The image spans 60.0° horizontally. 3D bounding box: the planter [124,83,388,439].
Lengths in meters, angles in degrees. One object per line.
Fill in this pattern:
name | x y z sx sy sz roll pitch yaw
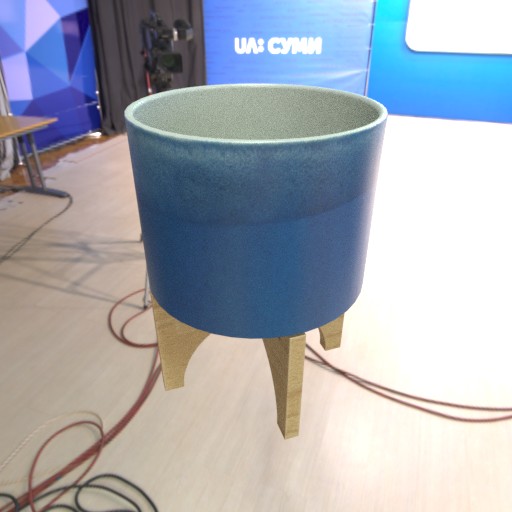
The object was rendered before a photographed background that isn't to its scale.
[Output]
planter | 0.000 0.000 0.400 0.192 0.263 0.192 0 31 0
